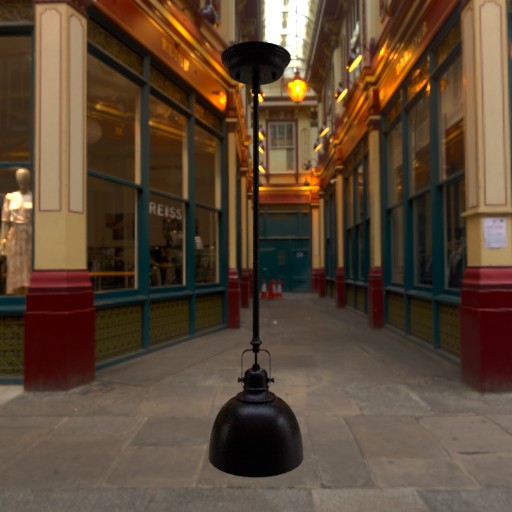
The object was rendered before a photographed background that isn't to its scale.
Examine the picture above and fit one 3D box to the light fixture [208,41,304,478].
[{"bbox_3d":[0.000,0.000,0.856,0.182,0.768,0.182,0,-1,0],"label":"light fixture"}]
